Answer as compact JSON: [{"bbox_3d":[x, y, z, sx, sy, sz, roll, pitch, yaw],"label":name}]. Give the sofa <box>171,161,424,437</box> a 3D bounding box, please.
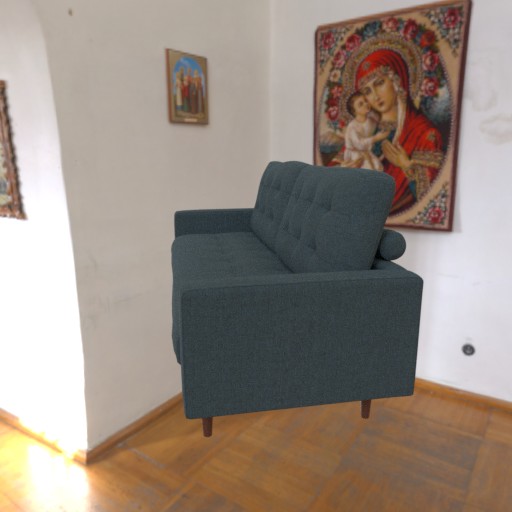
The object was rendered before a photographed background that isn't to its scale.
[{"bbox_3d":[0.000,0.000,2.543,0.966,1.050,2.010,-3,14,-10],"label":"sofa"}]
